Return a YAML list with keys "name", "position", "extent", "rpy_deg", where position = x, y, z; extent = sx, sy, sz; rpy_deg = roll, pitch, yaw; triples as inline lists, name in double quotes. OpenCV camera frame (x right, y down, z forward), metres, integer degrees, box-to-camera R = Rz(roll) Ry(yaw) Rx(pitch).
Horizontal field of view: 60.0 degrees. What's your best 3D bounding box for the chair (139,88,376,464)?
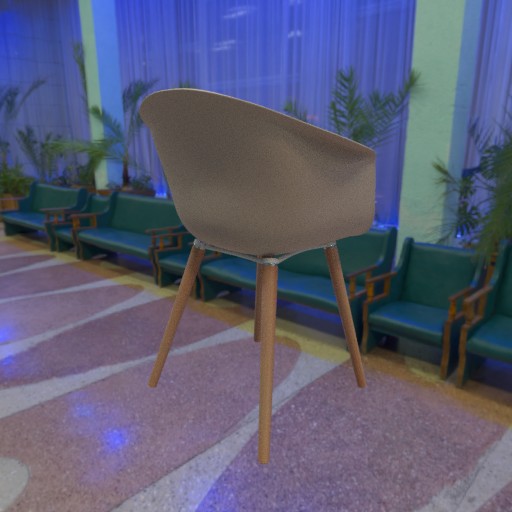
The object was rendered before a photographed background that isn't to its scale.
- name: "chair"
  position: [0.000, 0.000, 1.154]
  extent: [0.593, 0.781, 0.504]
  rpy_deg: [14, 21, 43]
